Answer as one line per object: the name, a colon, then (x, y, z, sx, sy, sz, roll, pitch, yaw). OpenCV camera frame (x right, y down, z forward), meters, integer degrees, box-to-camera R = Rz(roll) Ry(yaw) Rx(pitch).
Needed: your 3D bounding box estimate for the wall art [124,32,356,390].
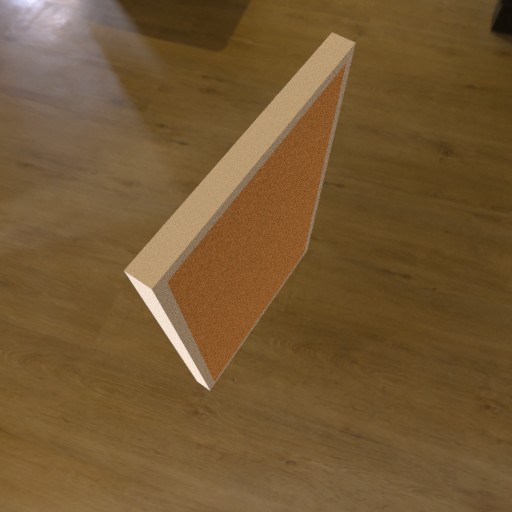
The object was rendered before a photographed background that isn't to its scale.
wall art: (0.000, 0.000, 0.846, 0.038, 0.657, 0.450, 31, 68, 14)
